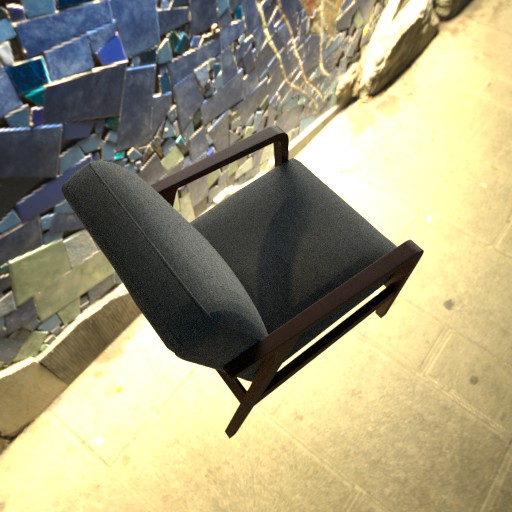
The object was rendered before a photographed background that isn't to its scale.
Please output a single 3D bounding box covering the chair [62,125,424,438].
[{"bbox_3d":[0.000,0.000,1.470,0.858,0.847,0.704,-33,63,-19],"label":"chair"}]
